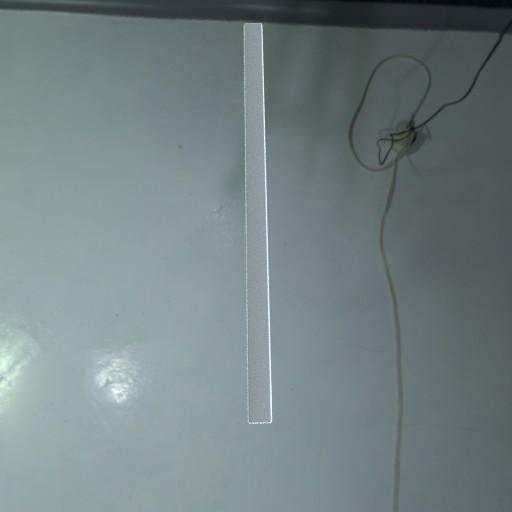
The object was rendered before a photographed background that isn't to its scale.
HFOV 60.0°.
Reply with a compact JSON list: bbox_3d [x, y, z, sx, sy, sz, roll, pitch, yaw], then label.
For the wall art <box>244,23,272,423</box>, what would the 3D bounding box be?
[{"bbox_3d":[0.000,0.000,1.533,0.049,1.009,1.009,-1,74,0],"label":"wall art"}]
